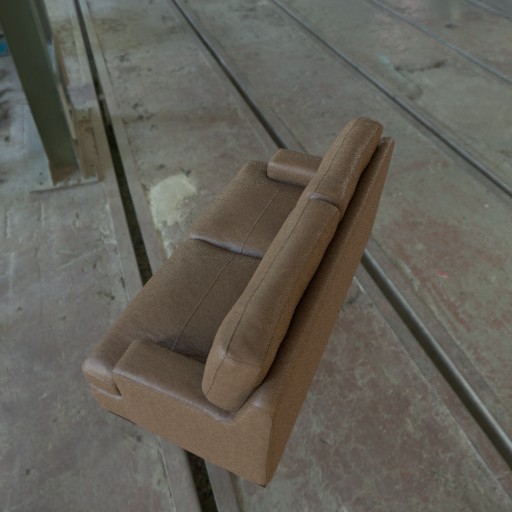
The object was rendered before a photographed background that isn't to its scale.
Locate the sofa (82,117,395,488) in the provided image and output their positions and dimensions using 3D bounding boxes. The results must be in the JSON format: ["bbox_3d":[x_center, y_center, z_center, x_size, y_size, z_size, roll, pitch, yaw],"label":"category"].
[{"bbox_3d":[0.000,0.000,2.362,0.962,0.980,1.855,18,49,17],"label":"sofa"}]
